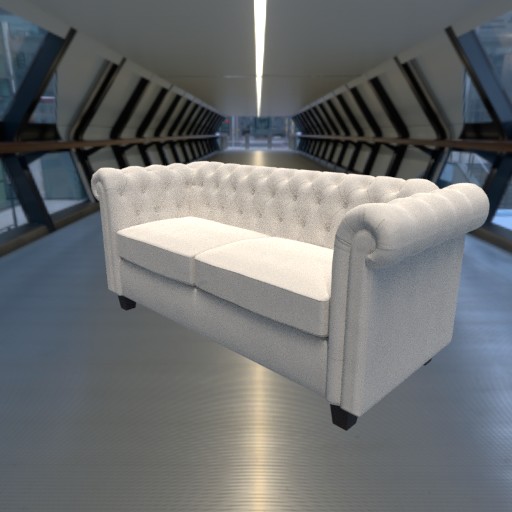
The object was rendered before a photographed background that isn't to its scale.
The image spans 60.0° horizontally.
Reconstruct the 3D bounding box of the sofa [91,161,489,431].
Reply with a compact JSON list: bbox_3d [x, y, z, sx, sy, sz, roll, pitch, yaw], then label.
[{"bbox_3d":[0.000,0.000,2.145,1.798,0.796,0.771,16,22,42],"label":"sofa"}]
